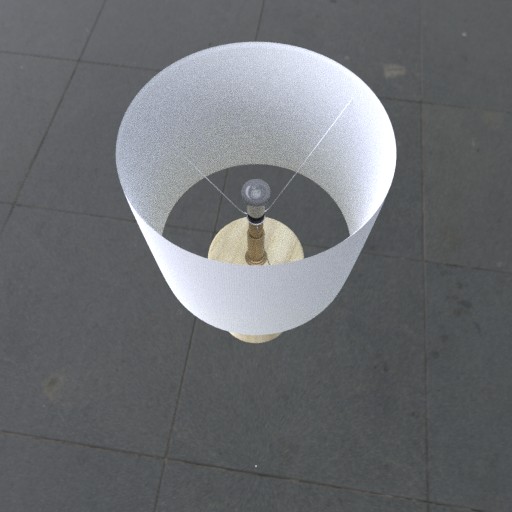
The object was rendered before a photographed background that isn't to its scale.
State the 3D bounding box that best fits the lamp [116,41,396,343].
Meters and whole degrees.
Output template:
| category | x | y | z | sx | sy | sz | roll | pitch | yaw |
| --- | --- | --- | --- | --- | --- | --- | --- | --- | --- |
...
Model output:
| category | x | y | z | sx | sy | sz | roll | pitch | yaw |
| --- | --- | --- | --- | --- | --- | --- | --- | --- | --- |
| lamp | 0.000 | 0.000 | 0.560 | 0.228 | 0.444 | 0.228 | 21 | 67 | 10 |
